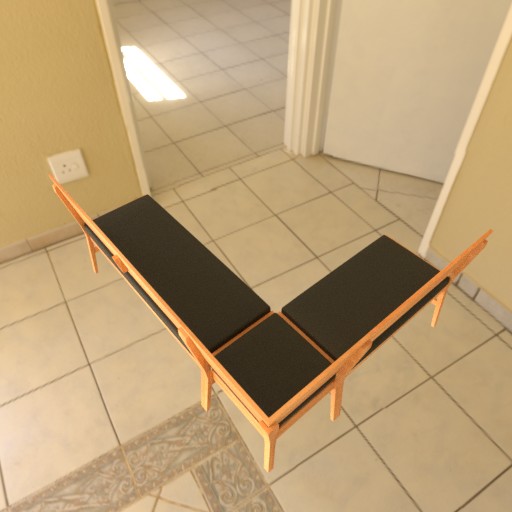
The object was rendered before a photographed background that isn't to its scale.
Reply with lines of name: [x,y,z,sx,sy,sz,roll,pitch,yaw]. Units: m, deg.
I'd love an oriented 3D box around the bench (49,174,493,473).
bench: [0.000,0.000,2.759,1.548,0.890,1.948,-32,55,-26]
